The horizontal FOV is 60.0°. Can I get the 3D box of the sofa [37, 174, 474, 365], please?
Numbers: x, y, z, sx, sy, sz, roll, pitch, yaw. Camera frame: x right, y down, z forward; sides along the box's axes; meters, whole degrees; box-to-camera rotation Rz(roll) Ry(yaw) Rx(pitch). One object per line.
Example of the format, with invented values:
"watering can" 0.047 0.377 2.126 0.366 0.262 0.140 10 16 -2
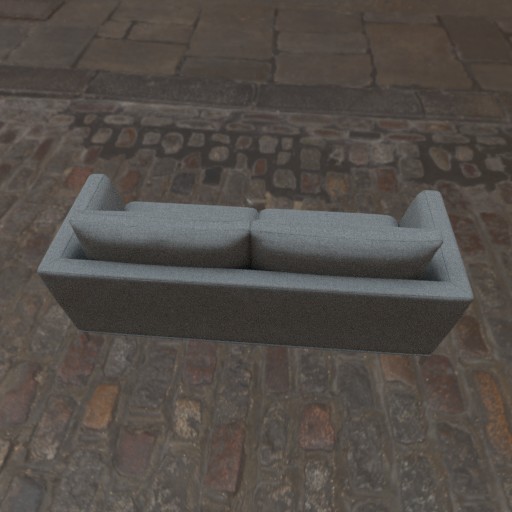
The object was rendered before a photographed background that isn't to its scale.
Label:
"sofa" 0.000 0.000 2.681 2.212 1.002 0.869 3 47 3
